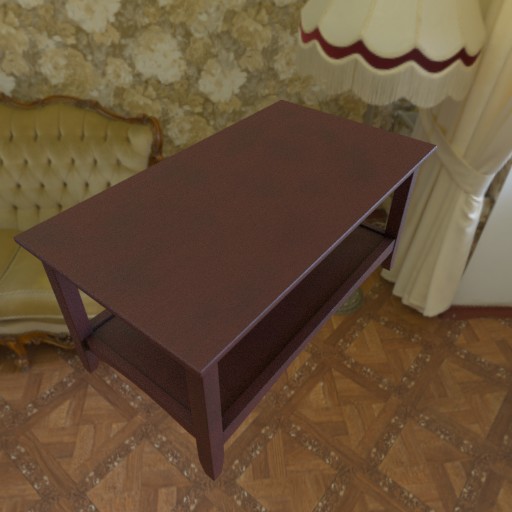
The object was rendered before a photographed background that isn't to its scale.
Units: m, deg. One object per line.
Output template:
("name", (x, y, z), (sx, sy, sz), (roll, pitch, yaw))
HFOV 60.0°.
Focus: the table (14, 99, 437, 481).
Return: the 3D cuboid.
("table", (0.000, 0.000, 1.216), (0.533, 0.456, 0.943), (27, 48, 28))
